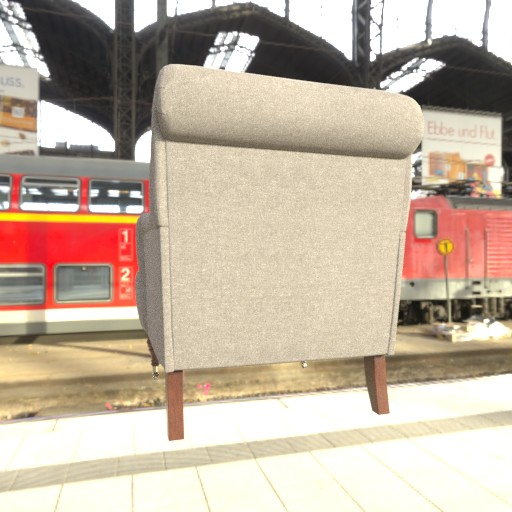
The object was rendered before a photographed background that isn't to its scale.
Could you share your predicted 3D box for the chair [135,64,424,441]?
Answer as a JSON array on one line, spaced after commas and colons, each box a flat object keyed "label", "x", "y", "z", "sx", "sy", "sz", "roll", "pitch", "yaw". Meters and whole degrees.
[{"label": "chair", "x": 0.000, "y": 0.000, "z": 1.502, "sx": 0.766, "sy": 0.942, "sz": 0.843, "roll": 0, "pitch": 0, "yaw": -18}]
